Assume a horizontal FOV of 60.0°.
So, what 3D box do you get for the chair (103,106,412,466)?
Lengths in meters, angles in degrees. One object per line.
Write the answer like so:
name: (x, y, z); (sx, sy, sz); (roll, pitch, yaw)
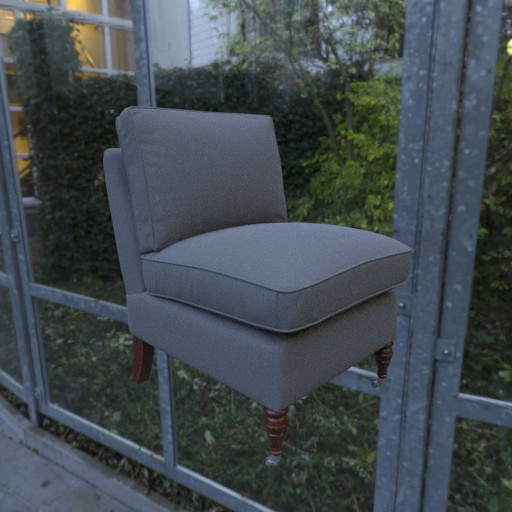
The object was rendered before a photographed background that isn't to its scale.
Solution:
chair: (0.000, 0.000, 1.638); (0.924, 1.045, 0.724); (13, 19, 43)
